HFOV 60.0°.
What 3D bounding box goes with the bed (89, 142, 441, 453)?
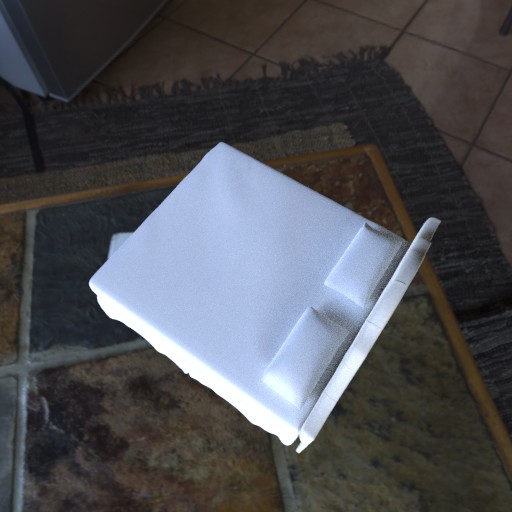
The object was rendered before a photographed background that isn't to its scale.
[{"bbox_3d":[0.000,0.000,3.644,2.214,1.615,2.008,31,66,15],"label":"bed"}]
